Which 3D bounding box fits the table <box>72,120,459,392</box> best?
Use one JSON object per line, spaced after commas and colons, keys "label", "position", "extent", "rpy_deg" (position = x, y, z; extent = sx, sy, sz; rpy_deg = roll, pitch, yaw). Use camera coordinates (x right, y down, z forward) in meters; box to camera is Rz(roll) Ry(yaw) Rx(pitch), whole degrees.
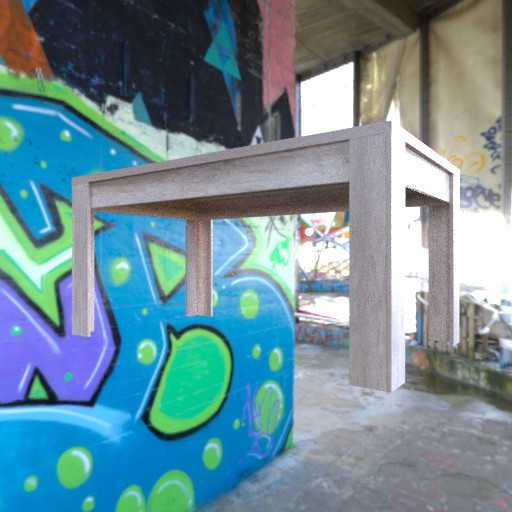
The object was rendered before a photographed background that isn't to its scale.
{"label": "table", "position": [0.000, 0.000, 2.092], "extent": [1.600, 0.775, 0.900], "rpy_deg": [0, 0, 36]}
